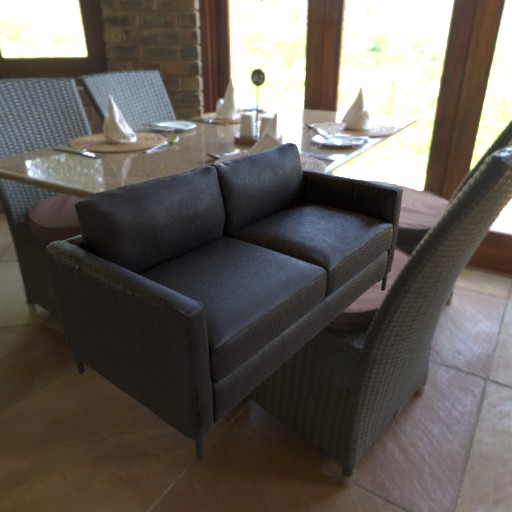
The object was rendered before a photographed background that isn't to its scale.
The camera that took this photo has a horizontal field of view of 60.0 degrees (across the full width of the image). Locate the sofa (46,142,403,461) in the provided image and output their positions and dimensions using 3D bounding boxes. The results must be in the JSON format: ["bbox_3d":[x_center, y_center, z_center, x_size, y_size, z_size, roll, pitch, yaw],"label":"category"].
[{"bbox_3d":[0.000,0.000,2.323,0.947,0.883,1.805,17,30,32],"label":"sofa"}]
